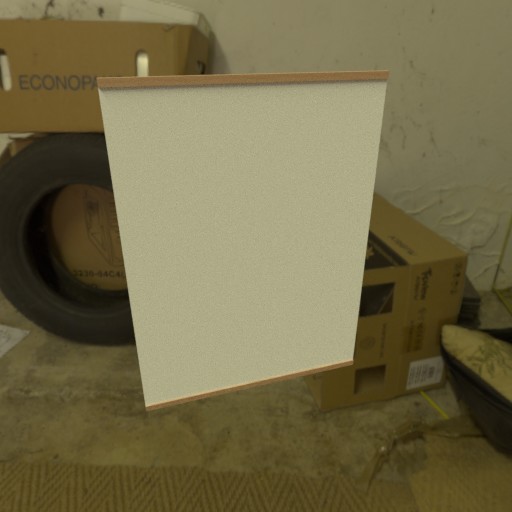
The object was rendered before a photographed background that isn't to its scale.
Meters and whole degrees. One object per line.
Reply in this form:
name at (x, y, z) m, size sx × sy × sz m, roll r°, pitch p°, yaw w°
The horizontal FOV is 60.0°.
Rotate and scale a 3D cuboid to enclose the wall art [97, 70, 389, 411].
wall art at (0.000, 0.000, 1.335) m, size 0.758 × 1.016 × 0.013 m, roll -8°, pitch 28°, yaw -16°
